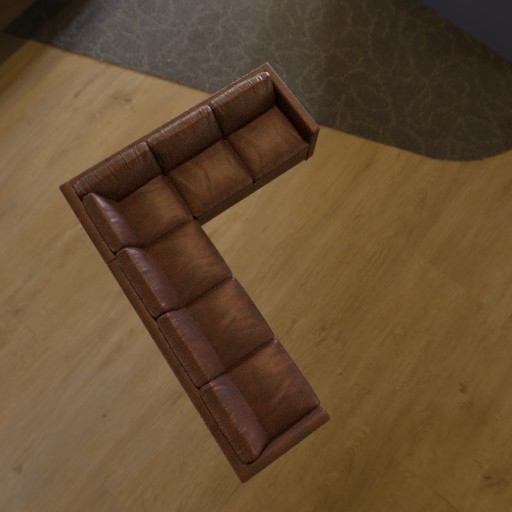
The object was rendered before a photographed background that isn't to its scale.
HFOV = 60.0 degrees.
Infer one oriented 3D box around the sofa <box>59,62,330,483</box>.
[{"bbox_3d":[0.000,0.000,4.338,2.438,0.836,3.152,-34,79,-8],"label":"sofa"}]
